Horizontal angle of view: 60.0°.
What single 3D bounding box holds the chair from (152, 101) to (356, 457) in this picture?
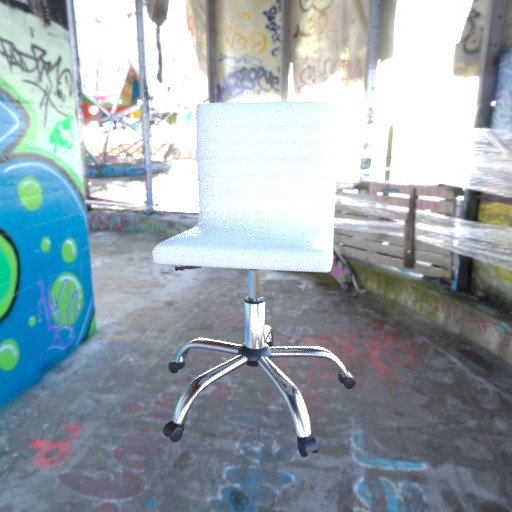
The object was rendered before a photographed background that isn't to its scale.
[{"bbox_3d":[0.000,0.000,1.150,0.556,0.780,0.530,3,15,9],"label":"chair"}]
